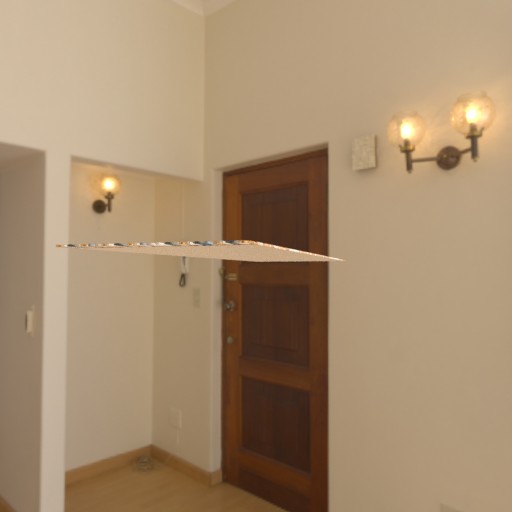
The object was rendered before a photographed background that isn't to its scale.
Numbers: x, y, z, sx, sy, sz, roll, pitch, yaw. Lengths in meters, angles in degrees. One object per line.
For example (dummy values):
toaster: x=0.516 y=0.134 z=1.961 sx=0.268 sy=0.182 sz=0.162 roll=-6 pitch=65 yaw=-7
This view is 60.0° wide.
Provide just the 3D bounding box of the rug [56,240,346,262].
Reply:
rug: x=0.000 y=0.000 z=2.688 sx=0.783 sy=0.010 sz=2.437 roll=-1 pitch=-2 yaw=18
